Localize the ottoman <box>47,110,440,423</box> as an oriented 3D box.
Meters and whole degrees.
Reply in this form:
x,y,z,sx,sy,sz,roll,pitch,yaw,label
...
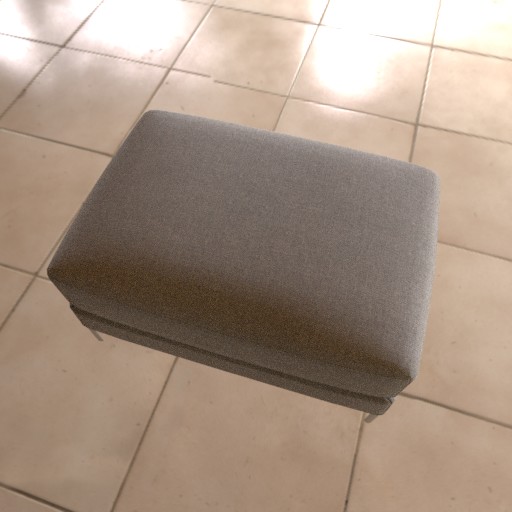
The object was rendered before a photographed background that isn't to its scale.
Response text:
x,y,z,sx,sy,sz,roll,pitch,yaw,label
0.000,0.000,1.177,0.838,0.457,0.584,15,60,9,ottoman
